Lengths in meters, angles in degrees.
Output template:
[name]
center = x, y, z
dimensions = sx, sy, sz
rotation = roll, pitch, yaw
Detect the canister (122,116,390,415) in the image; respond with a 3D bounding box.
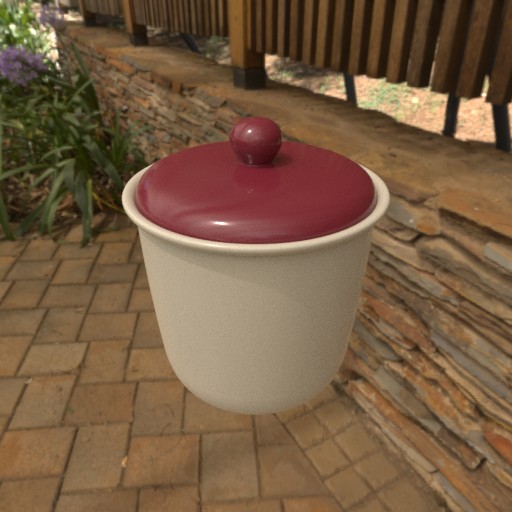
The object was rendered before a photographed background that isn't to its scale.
[canister]
center = 0.000, 0.000, 0.340
dimensions = 0.182, 0.208, 0.182
rotation = 0, 31, 0
